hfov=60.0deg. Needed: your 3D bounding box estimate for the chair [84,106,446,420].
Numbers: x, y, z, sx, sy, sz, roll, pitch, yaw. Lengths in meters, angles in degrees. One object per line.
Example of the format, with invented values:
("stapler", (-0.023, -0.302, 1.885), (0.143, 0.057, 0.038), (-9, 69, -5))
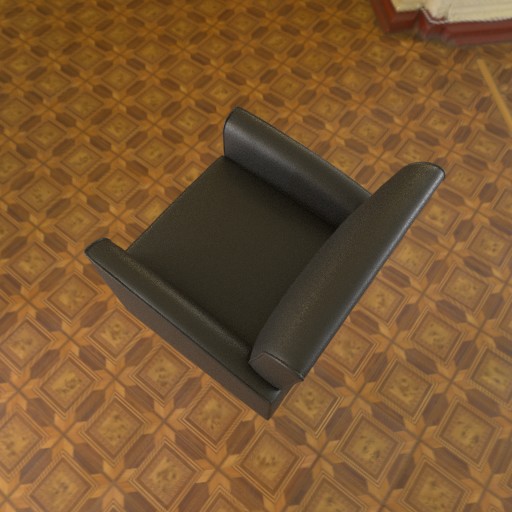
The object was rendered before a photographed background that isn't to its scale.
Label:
("chair", (0.000, 0.000, 1.626), (0.819, 0.916, 0.820), (34, 68, 16))
